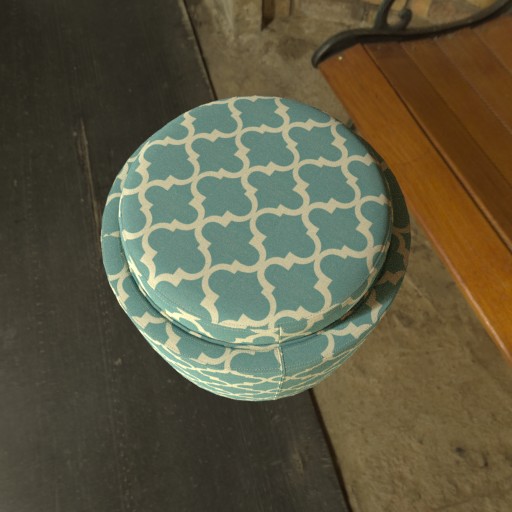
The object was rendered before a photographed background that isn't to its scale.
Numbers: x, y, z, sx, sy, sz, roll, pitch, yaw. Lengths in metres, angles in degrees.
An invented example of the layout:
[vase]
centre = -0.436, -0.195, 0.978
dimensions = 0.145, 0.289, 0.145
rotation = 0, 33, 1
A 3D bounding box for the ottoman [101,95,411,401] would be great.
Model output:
[ottoman]
centre = 0.000, 0.000, 0.808
dimensions = 0.480, 0.429, 0.480
rotation = 0, 65, 0
